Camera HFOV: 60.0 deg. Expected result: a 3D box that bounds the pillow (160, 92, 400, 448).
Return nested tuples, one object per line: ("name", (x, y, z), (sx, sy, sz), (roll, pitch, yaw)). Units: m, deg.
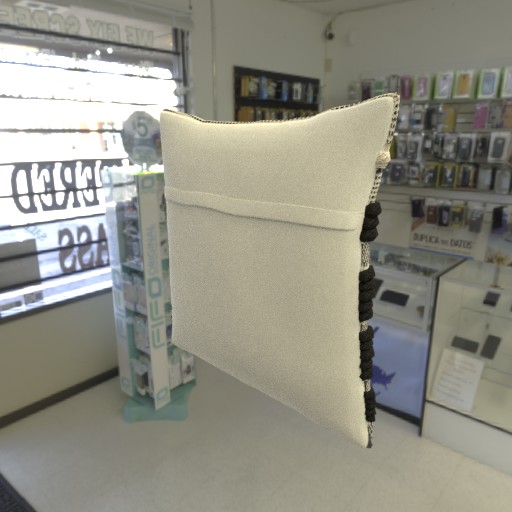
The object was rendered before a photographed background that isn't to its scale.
("pillow", (0.000, 0.000, 0.667), (0.436, 0.438, 0.156), (15, 21, 42))
